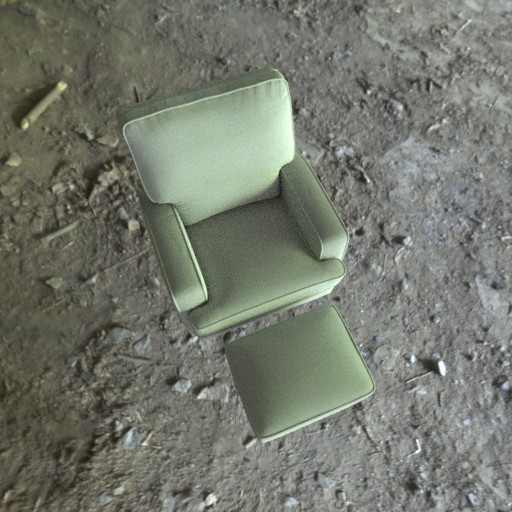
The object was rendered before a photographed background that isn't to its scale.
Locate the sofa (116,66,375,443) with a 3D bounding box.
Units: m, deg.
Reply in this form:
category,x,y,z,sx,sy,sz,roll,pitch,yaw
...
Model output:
category,x,y,z,sx,sy,sz,roll,pitch,yaw
sofa,0.000,0.000,2.030,0.861,0.959,1.472,-20,65,-9
